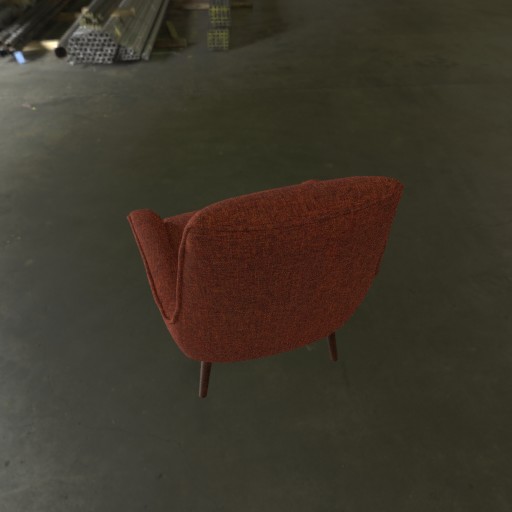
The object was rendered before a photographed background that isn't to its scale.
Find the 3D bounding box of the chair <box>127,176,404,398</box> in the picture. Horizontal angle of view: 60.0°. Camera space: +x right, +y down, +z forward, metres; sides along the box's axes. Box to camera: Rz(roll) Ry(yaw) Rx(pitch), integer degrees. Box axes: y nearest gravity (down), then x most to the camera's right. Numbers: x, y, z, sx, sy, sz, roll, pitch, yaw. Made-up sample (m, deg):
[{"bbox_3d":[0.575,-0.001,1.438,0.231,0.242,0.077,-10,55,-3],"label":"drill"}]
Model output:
[{"bbox_3d":[0.000,0.000,1.529,0.803,0.911,0.784,-12,42,-13],"label":"chair"}]
